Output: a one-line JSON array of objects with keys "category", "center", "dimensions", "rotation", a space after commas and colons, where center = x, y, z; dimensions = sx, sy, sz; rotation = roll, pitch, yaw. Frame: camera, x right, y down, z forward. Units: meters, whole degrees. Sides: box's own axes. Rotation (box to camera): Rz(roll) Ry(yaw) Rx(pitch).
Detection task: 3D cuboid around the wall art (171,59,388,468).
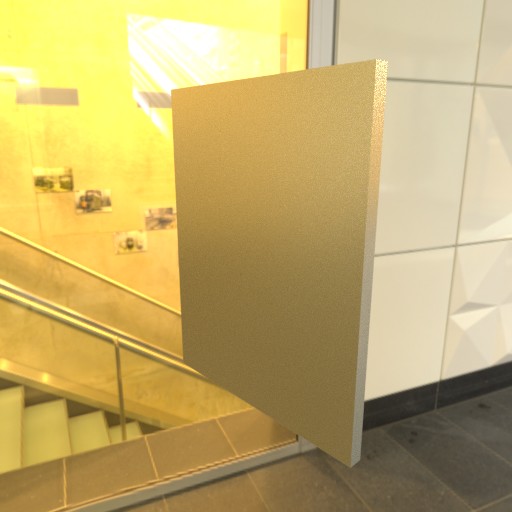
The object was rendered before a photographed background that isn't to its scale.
[{"category": "wall art", "center": [0.000, 0.000, 0.760], "dimensions": [0.025, 0.569, 0.444], "rotation": [-13, 20, -41]}]
